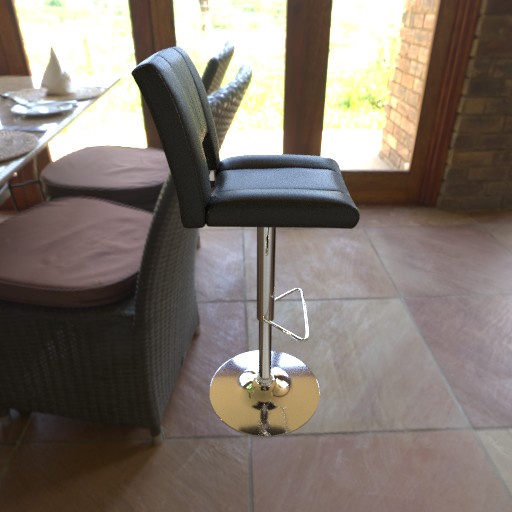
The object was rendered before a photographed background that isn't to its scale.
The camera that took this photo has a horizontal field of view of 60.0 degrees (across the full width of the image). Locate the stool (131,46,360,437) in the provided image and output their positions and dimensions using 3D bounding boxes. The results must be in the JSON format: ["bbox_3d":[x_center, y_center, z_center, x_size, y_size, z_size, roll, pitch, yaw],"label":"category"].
[{"bbox_3d":[0.000,0.000,1.363,0.520,1.151,0.415,1,30,1],"label":"stool"}]
